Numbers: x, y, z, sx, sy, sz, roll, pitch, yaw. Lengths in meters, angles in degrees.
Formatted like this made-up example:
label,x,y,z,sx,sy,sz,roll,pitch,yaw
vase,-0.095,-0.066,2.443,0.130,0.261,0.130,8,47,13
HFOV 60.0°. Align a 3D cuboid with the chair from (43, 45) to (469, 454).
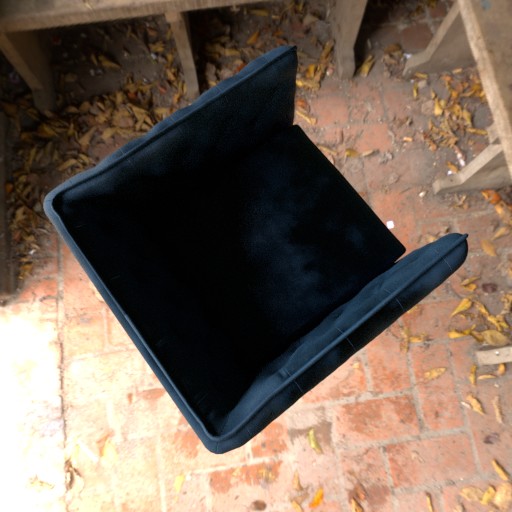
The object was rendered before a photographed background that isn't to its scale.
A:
label,x,y,z,sx,sy,sz,roll,pitch,yaw
chair,0.000,0.000,1.535,0.877,0.771,0.868,-36,79,-8
